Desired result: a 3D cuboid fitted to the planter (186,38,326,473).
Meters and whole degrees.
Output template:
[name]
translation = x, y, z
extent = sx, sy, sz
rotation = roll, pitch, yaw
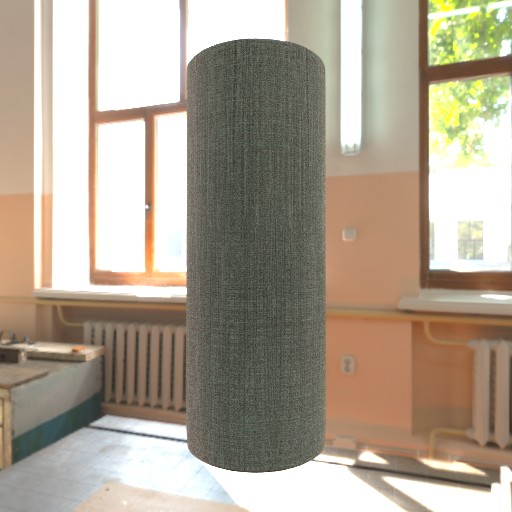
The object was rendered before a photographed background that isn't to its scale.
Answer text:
[planter]
translation = 0.000, 0.000, 0.322
extent = 0.100, 0.270, 0.100
rotation = 0, 0, -36
